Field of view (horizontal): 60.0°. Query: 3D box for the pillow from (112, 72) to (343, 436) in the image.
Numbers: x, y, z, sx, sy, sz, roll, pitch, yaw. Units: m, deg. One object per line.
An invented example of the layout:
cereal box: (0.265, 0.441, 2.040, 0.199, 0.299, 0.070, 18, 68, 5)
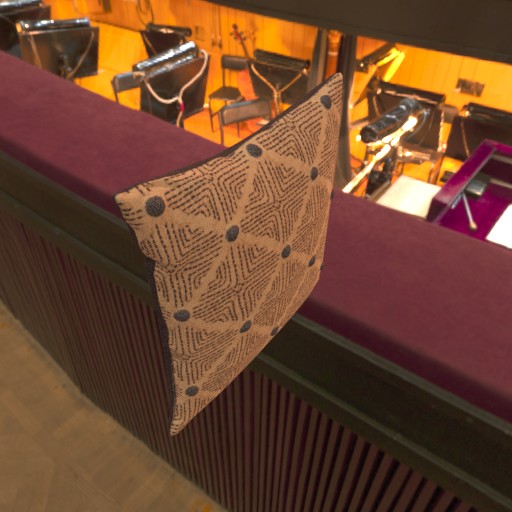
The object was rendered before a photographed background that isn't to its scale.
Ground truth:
pillow: (0.000, 0.000, 0.791, 0.145, 0.510, 0.510, 26, 47, 27)
